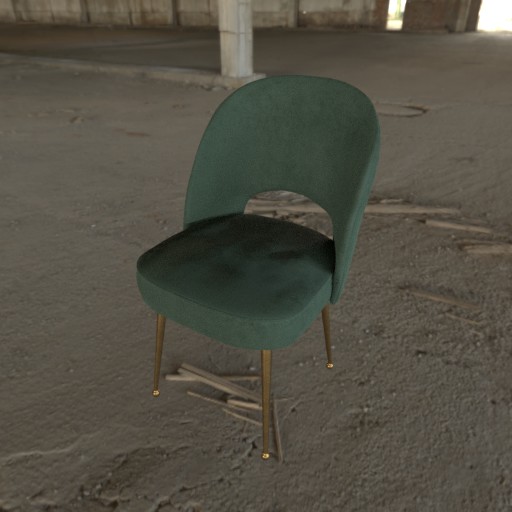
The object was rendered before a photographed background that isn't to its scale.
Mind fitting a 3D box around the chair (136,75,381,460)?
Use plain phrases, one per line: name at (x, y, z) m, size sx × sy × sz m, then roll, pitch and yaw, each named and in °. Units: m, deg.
chair at (0.000, 0.000, 1.217) m, size 0.527 × 0.860 × 0.577 m, roll 18°, pitch 34°, yaw 28°
